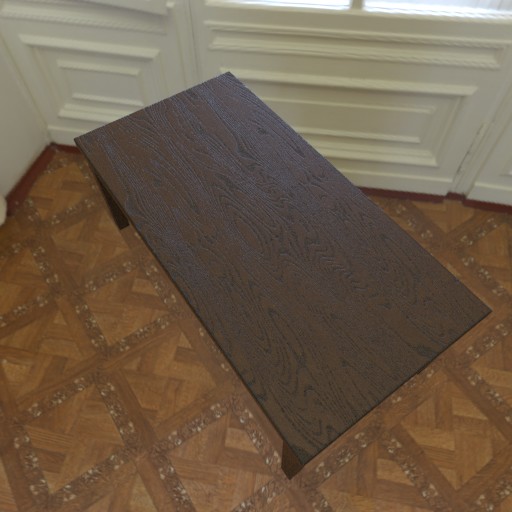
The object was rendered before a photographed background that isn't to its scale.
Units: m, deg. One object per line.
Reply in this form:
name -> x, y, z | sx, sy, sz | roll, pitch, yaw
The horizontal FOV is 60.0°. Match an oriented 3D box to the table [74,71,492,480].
table -> 0.000, 0.000, 2.443 | 1.016, 0.762, 1.981 | -31, 63, -18
